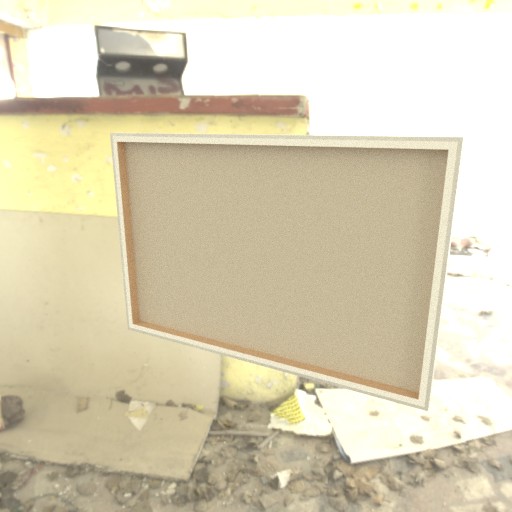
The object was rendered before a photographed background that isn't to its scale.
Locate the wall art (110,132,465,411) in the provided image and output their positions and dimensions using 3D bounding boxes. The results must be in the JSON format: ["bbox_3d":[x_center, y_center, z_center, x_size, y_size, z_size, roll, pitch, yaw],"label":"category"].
[{"bbox_3d":[0.000,0.000,1.154,0.915,0.610,0.038,9,19,27],"label":"wall art"}]
